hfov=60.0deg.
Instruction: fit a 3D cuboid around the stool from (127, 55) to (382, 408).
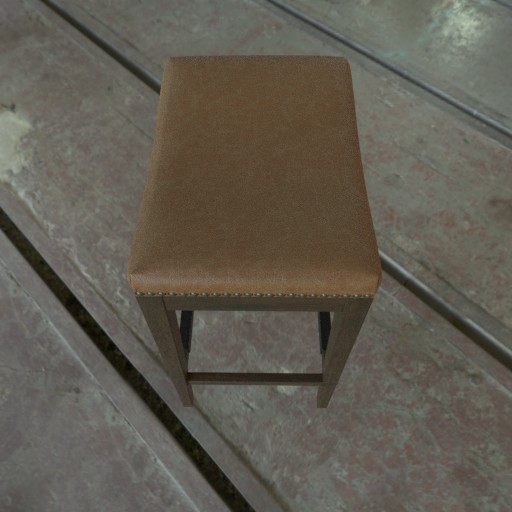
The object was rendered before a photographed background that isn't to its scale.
[{"bbox_3d":[0.000,0.000,0.966,0.361,0.660,0.500,1,59,0],"label":"stool"}]
